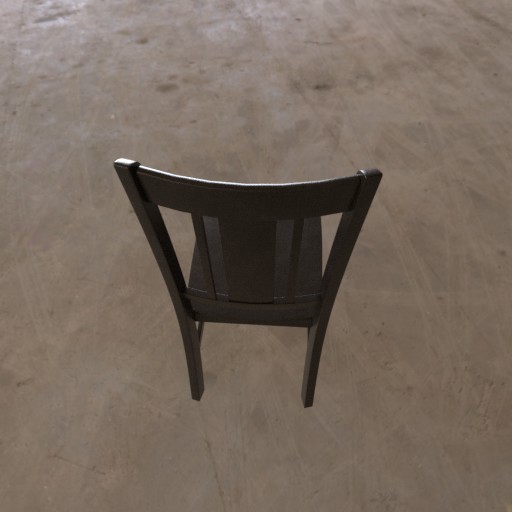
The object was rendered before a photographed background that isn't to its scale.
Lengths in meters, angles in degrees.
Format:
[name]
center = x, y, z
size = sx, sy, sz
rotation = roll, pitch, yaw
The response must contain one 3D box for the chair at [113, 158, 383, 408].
[chair]
center = 0.000, 0.000, 1.274
size = 0.450, 0.998, 0.555
rotation = 3, 48, 2
